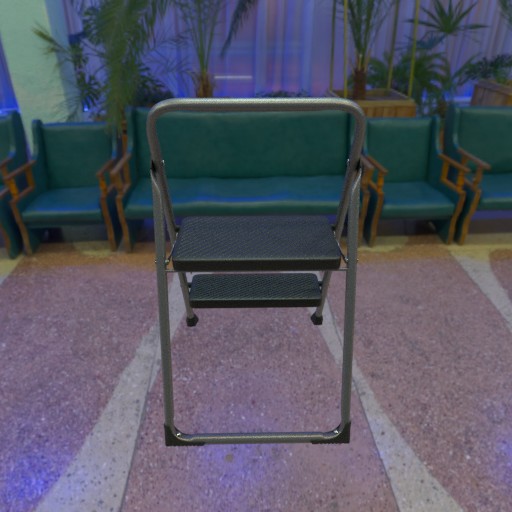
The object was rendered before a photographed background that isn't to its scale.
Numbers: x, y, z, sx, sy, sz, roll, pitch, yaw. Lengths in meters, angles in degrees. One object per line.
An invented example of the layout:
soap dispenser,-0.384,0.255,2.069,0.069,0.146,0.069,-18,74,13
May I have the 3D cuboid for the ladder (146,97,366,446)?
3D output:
ladder,0.000,0.000,1.016,0.430,0.720,0.472,-1,30,-1
